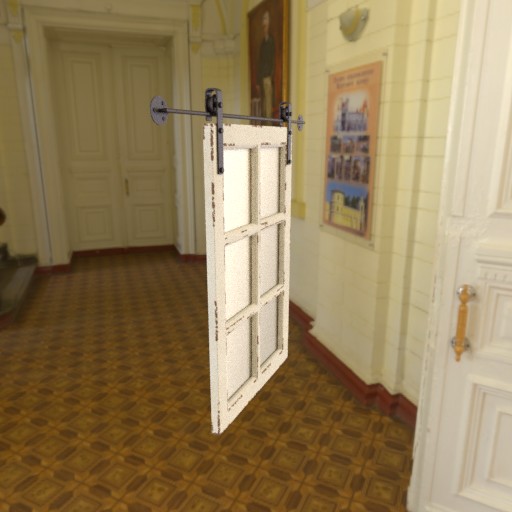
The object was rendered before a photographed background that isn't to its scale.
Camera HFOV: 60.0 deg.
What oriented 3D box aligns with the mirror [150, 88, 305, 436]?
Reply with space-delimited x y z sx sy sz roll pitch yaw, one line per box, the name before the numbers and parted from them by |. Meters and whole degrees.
mirror | 0.000 0.000 1.239 0.037 0.844 0.808 7 16 25
